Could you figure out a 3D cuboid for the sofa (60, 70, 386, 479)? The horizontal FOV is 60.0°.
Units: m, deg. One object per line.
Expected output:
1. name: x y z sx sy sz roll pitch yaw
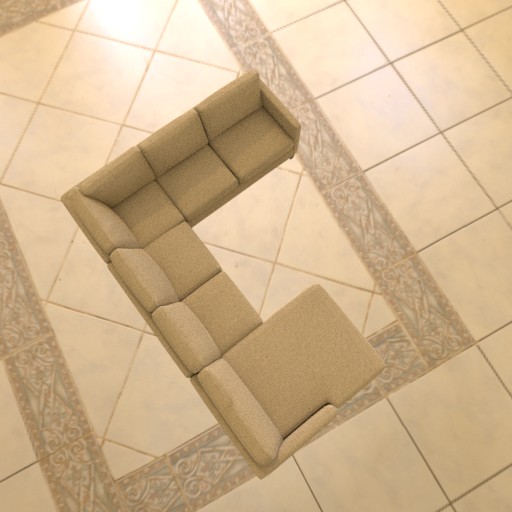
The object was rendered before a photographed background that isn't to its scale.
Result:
1. sofa: 0.000 0.000 4.713 2.593 0.959 3.460 -37 78 -9
